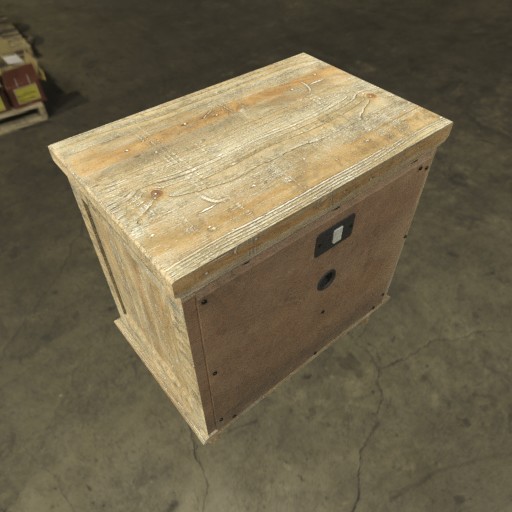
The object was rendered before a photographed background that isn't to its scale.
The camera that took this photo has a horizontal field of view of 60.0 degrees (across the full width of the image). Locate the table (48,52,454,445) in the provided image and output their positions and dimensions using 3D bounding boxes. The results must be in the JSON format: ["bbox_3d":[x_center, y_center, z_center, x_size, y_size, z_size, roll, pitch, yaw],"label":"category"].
[{"bbox_3d":[0.000,0.000,1.137,0.686,0.711,0.457,-31,54,-26],"label":"table"}]
